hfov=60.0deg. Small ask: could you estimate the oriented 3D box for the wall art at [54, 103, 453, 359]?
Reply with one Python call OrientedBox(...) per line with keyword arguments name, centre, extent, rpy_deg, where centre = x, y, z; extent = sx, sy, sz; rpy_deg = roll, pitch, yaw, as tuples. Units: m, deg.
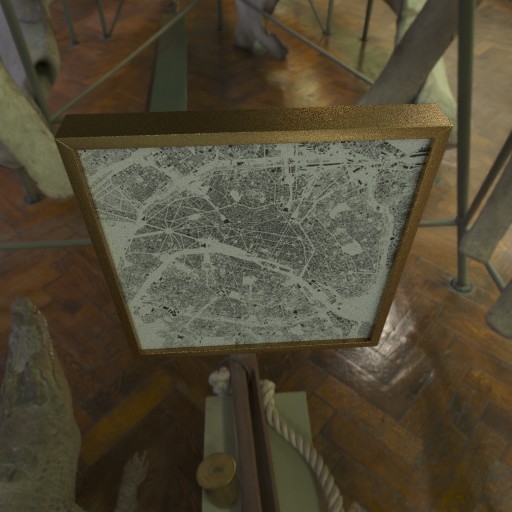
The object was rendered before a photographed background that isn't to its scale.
OrientedBox(name="wall art", centre=(0.000, 0.000, 0.457), extent=(0.305, 0.305, 0.037), rpy_deg=(-3, 45, -3))
